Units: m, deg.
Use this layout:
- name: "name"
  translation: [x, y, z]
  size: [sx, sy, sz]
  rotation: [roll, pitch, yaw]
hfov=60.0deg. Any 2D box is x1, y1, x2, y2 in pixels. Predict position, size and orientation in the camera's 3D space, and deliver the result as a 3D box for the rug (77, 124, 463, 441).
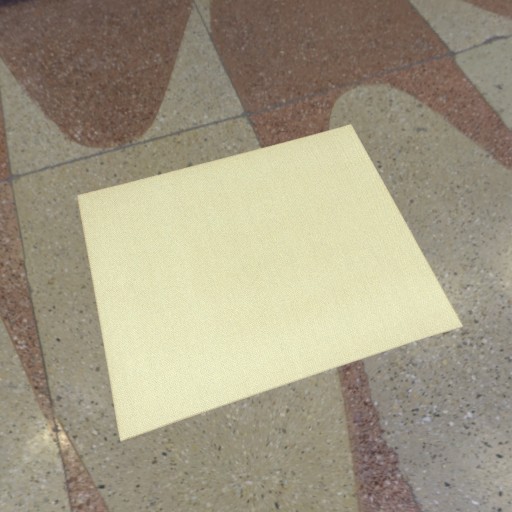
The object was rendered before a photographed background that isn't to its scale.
- name: "rug"
  translation: [0.000, 0.000, 4.205]
  size: [3.039, 0.018, 2.462]
  rotation: [-16, 65, -8]
